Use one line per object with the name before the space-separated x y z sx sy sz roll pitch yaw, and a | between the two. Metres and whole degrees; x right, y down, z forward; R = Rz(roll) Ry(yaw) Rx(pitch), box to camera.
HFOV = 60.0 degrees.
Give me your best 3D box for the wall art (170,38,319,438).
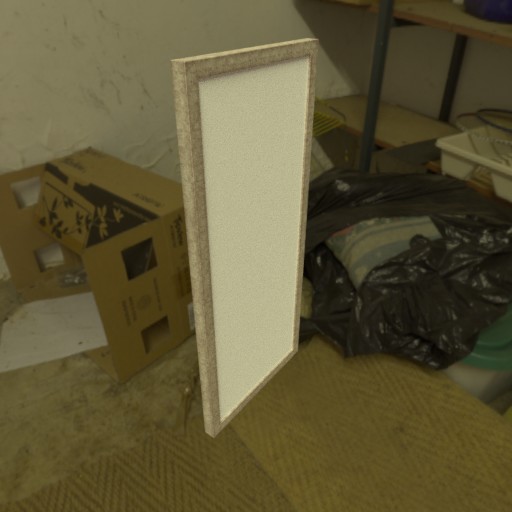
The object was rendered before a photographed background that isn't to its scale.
wall art | 0.000 0.000 1.708 0.051 1.461 0.648 22 38 31
